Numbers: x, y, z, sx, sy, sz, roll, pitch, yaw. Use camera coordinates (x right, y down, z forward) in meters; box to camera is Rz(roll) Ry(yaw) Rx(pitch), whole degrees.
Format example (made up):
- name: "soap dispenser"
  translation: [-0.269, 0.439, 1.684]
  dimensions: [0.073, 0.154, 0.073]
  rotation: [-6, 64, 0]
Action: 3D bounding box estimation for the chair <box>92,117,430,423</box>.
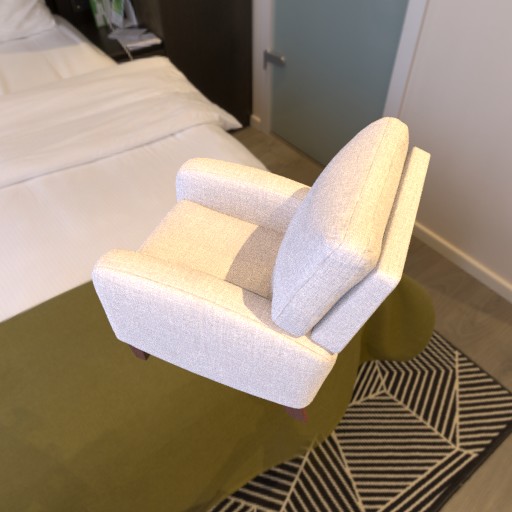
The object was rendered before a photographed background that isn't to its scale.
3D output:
- name: "chair"
  translation: [0.000, 0.000, 1.672]
  dimensions: [0.990, 0.990, 0.762]
  rotation: [17, 49, 15]
